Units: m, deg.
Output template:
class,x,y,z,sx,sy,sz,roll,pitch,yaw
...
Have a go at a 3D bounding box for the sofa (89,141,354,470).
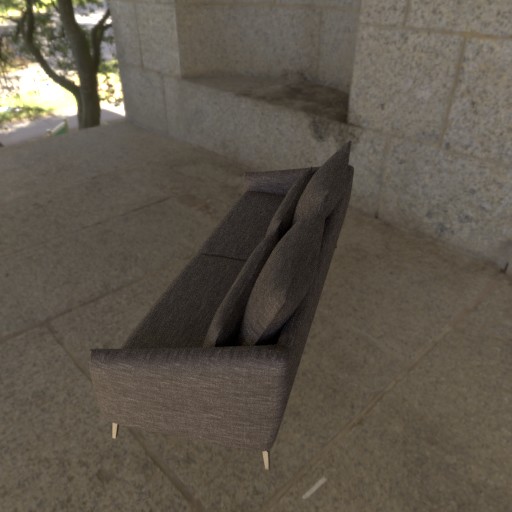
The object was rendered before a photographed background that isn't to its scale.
class,x,y,z,sx,sy,sz,roll,pitch,yaw
sofa,0.000,0.000,2.451,0.807,0.843,2.019,10,34,15
